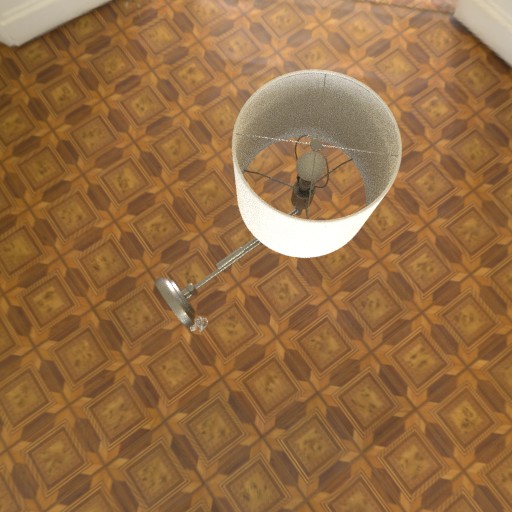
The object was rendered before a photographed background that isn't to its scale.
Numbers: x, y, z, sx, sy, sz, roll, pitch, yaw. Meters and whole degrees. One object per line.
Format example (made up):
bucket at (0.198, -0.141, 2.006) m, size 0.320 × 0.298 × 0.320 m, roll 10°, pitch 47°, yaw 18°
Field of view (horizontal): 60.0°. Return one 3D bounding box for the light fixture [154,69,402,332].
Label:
light fixture at (0.000, 0.000, 1.049) m, size 0.479 × 0.842 × 0.253 m, roll -36°, pitch 79°, yaw -8°
